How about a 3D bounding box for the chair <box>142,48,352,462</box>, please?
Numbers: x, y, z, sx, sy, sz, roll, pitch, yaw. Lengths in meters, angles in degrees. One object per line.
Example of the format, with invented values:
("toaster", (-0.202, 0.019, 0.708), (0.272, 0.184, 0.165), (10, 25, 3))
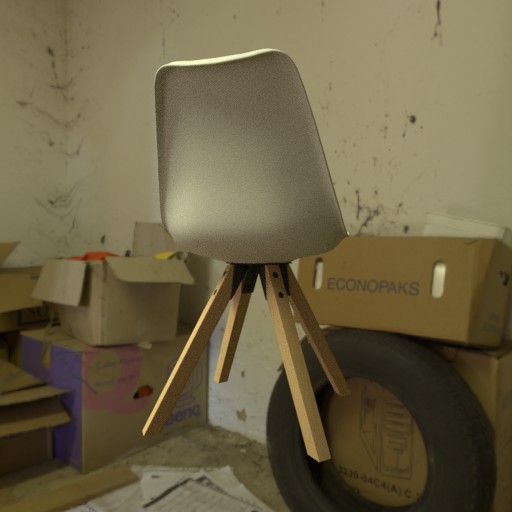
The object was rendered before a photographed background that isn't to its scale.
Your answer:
("chair", (0.000, 0.000, 1.177), (0.485, 0.850, 0.550), (0, 1, 18))
